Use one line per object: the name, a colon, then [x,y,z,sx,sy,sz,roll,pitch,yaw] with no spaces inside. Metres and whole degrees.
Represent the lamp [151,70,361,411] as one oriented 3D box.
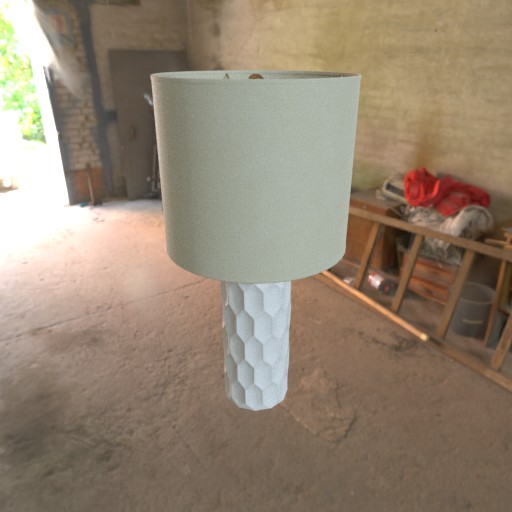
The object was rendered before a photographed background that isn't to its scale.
lamp: [0.000,0.000,0.705,0.277,0.537,0.277,8,26,16]
